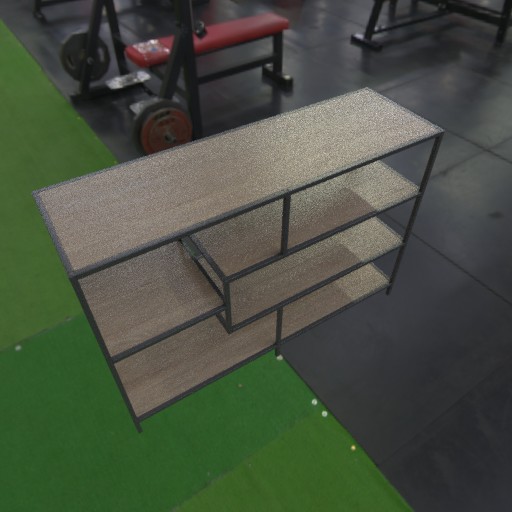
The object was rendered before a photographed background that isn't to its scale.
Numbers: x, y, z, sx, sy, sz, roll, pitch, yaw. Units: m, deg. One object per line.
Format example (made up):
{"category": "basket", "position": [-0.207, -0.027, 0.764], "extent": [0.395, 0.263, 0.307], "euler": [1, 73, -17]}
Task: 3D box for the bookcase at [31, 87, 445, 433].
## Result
{"category": "bookcase", "position": [0.000, 0.000, 1.519], "extent": [1.140, 0.780, 0.350], "euler": [-24, 50, -22]}
